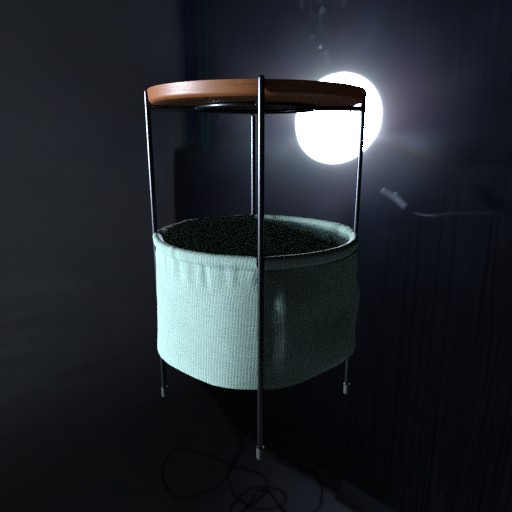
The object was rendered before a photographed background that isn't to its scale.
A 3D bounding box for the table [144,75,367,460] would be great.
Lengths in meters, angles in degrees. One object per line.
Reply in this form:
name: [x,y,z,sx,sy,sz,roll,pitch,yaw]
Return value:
table: [0.000,0.000,0.884,0.400,0.623,0.400,14,20,41]
